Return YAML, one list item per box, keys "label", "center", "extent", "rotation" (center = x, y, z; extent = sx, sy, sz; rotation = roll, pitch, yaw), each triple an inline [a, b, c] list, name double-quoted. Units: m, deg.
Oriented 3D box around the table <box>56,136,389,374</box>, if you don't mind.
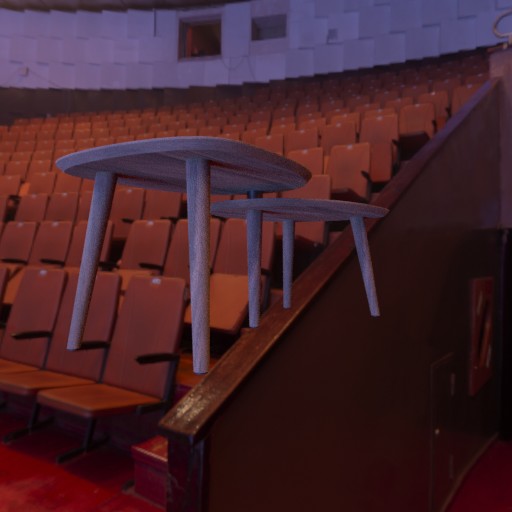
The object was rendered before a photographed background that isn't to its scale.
- label: "table"
  center: [0.000, 0.000, 1.309]
  extent: [0.527, 0.429, 1.084]
  rotation: [0, 0, 35]
